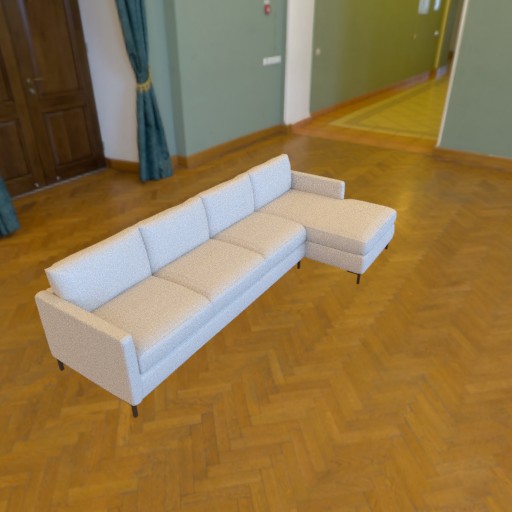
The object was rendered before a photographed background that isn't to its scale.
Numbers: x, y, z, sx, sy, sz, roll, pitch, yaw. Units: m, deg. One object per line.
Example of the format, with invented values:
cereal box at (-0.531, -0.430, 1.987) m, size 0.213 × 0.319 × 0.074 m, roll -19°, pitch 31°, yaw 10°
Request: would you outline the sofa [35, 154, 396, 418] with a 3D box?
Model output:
sofa at (0.000, 0.000, 3.261) m, size 1.258 × 0.755 × 2.731 m, roll 18°, pitch 34°, yaw 29°
